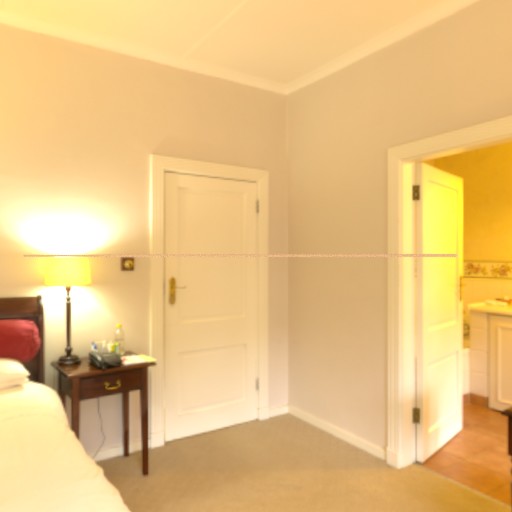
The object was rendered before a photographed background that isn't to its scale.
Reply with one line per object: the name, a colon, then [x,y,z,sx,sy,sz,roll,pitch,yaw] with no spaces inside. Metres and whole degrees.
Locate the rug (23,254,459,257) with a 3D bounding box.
rug: [0.000,0.000,2.761,2.134,0.013,1.524,0,0,18]
